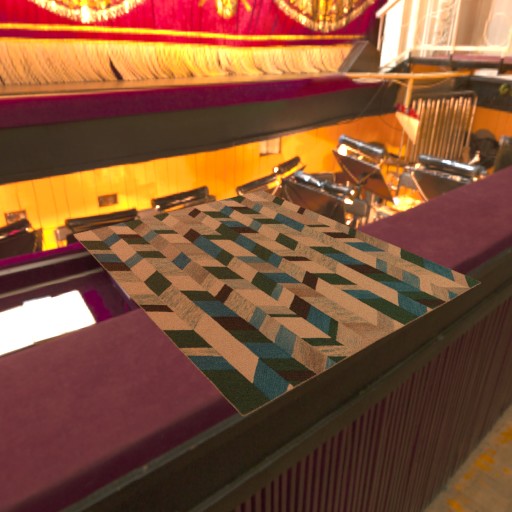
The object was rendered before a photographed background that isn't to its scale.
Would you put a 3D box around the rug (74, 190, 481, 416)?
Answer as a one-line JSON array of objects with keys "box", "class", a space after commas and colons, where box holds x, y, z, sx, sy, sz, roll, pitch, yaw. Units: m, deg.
[{"box": [0.000, 0.000, 4.112, 2.440, 0.008, 3.036, -18, 32, -32], "class": "rug"}]
